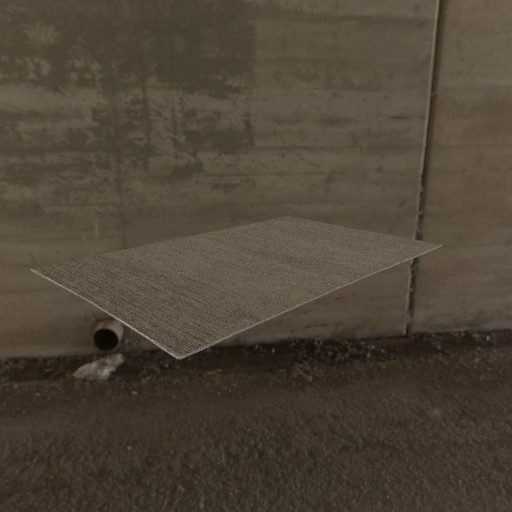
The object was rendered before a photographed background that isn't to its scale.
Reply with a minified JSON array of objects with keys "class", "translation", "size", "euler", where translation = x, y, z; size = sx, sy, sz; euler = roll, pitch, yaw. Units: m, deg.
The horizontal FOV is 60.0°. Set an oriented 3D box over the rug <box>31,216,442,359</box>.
[{"class":"rug","translation":[0.000,0.000,2.236],"size":[1.773,0.021,1.149],"euler":[-16,22,-42]}]
